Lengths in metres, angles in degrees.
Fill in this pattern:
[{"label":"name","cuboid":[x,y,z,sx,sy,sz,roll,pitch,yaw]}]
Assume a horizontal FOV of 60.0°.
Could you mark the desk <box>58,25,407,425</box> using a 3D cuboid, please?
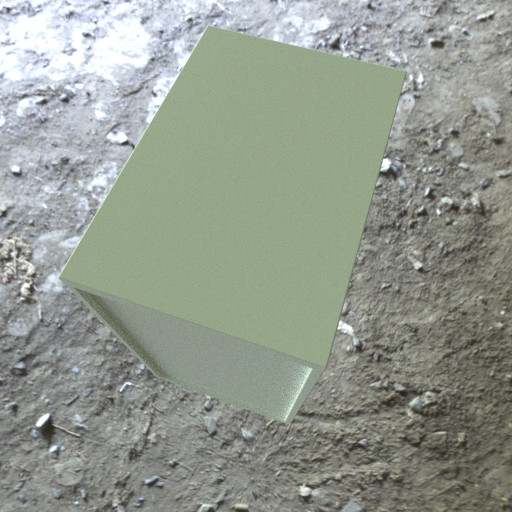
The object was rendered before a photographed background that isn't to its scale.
[{"label":"desk","cuboid":[0.000,0.000,1.069,0.404,0.730,0.600,17,65,8]}]
